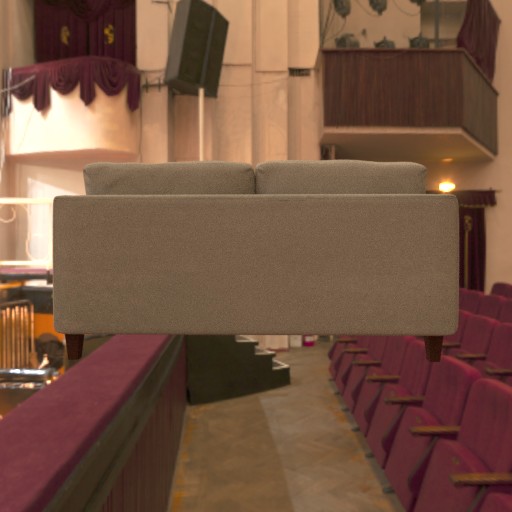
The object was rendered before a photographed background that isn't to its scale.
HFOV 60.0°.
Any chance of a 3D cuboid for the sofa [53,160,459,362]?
[{"bbox_3d":[0.000,0.000,2.479,1.884,0.963,0.950,0,0,1],"label":"sofa"}]
